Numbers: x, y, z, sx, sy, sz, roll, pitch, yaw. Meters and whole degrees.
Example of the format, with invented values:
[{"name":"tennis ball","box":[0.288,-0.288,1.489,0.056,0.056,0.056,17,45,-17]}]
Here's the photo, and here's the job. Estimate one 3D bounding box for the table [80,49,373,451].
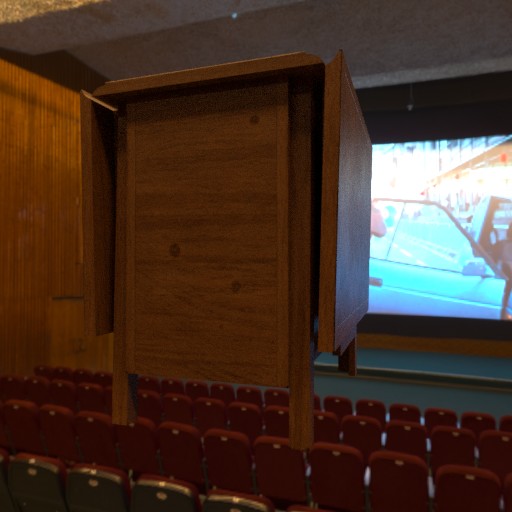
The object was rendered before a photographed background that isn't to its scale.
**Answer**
[{"name":"table","box":[0.000,0.000,1.258,0.591,0.763,0.746,0,-1,19]}]
